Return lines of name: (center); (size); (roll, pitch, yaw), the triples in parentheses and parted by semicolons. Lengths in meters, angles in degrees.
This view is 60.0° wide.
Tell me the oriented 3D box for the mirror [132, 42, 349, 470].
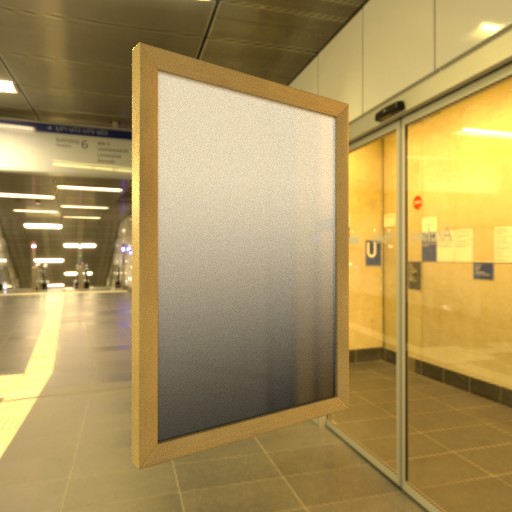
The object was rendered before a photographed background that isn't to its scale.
mirror: (0.000, 0.000, 0.900); (0.507, 0.710, 0.040); (0, 0, -36)
